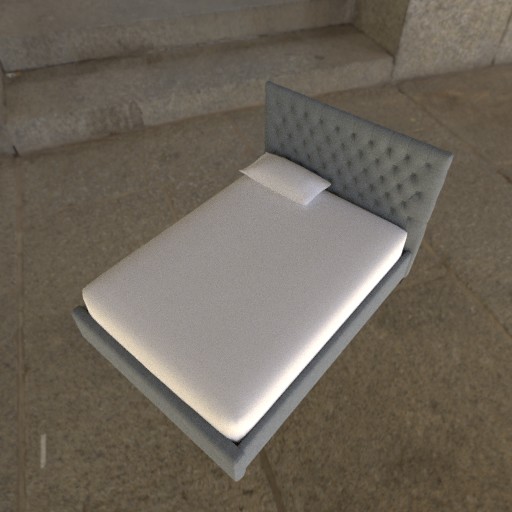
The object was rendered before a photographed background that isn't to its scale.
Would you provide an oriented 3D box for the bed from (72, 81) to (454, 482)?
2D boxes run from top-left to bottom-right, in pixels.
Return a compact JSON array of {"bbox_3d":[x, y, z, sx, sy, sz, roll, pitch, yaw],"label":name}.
[{"bbox_3d":[0.000,0.000,3.370,1.698,1.411,2.335,32,55,26],"label":"bed"}]
